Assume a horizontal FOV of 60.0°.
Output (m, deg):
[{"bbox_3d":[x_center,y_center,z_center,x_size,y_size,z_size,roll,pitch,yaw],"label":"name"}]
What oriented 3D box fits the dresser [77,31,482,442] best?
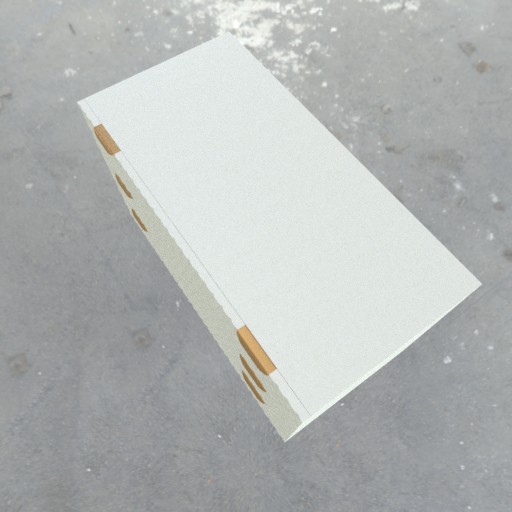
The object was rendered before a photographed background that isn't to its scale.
[{"bbox_3d":[0.000,0.000,1.304,0.457,0.721,0.905,-32,68,-15],"label":"dresser"}]
